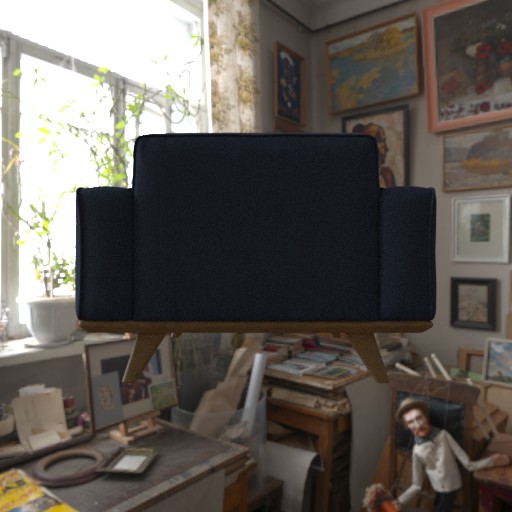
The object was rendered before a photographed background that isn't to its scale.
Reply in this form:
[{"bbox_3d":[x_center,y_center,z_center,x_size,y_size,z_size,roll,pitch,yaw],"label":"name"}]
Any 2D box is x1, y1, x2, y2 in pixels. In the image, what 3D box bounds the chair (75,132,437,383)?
[{"bbox_3d":[0.000,0.000,1.765,1.118,0.783,0.953,0,0,0],"label":"chair"}]
